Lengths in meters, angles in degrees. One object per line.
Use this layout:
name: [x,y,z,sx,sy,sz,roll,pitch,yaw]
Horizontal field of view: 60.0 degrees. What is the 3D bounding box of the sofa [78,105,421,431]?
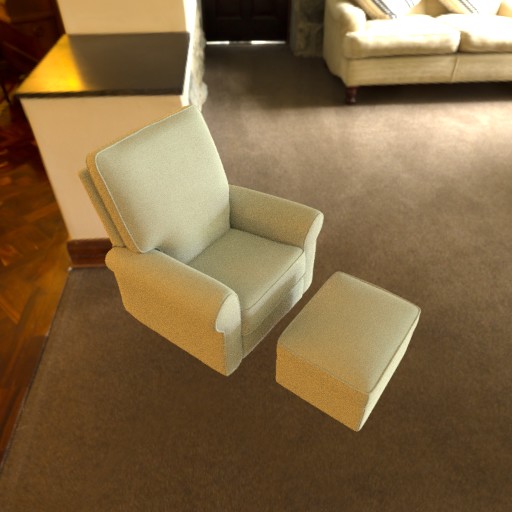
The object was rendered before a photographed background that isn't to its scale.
sofa: [0.000,0.000,2.067,1.478,0.959,0.880,26,48,26]
